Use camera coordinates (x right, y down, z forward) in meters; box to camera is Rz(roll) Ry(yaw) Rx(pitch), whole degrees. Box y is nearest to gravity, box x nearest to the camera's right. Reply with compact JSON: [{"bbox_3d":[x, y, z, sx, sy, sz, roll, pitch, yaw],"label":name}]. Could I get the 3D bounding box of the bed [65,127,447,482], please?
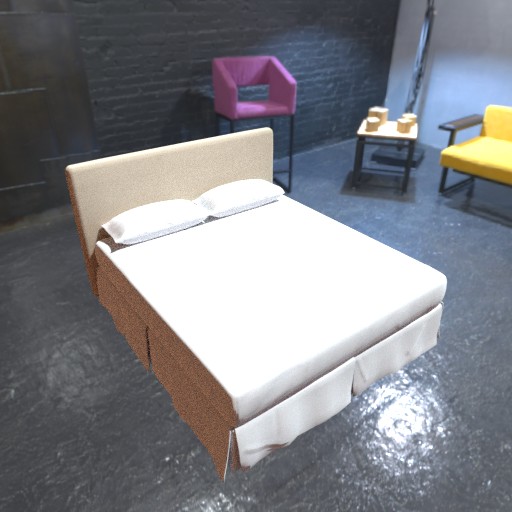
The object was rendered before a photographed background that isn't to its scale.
[{"bbox_3d":[0.000,0.000,3.555,2.119,1.317,2.319,-21,36,-31],"label":"bed"}]
